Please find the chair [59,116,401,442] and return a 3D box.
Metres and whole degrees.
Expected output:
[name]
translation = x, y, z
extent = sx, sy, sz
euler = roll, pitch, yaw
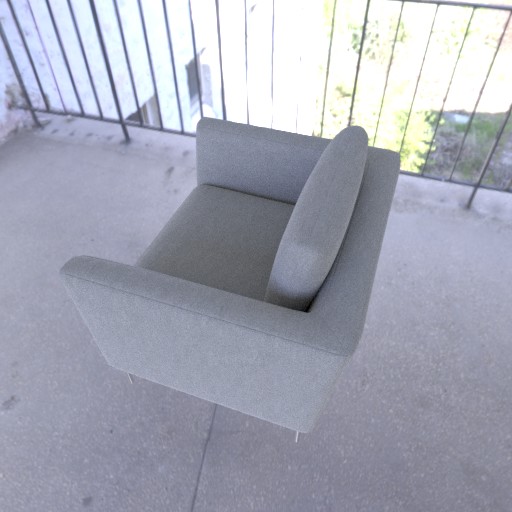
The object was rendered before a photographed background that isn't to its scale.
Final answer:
[chair]
translation = 0.000, 0.000, 1.711
extent = 0.889, 0.864, 1.041
euler = 14, 46, 14
